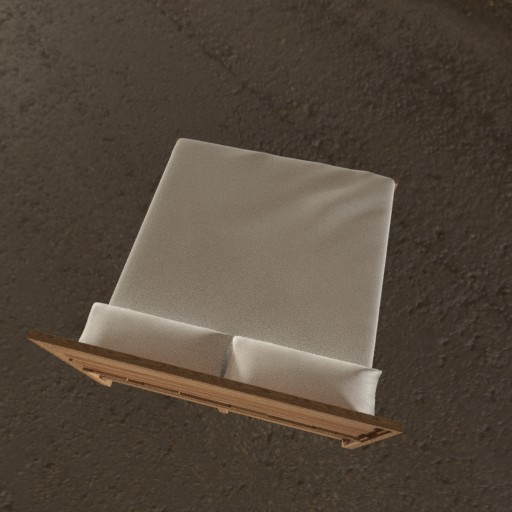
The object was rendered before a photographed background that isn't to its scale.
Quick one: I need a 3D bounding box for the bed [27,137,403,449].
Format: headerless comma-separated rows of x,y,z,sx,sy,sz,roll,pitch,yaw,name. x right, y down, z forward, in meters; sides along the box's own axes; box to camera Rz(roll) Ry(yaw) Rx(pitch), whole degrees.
0.000,0.000,3.336,2.013,1.295,2.184,12,64,6,bed
